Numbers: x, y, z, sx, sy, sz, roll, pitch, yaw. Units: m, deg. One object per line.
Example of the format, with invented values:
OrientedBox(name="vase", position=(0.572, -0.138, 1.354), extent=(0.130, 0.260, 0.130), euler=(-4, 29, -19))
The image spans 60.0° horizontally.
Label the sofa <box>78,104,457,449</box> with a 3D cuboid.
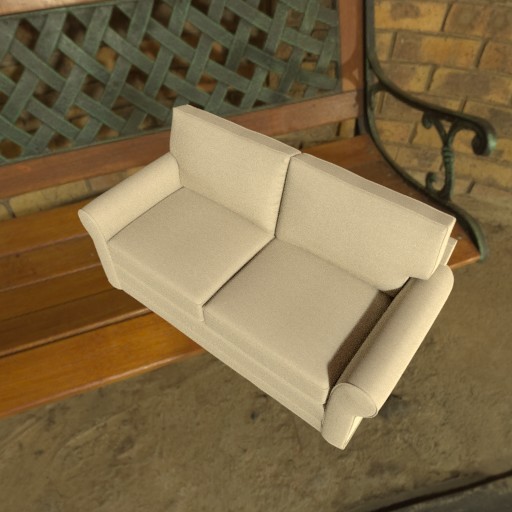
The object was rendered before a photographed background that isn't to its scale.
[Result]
OrientedBox(name="sofa", position=(0.000, 0.000, 2.281), extent=(1.774, 0.933, 0.861), euler=(30, 54, 24))
